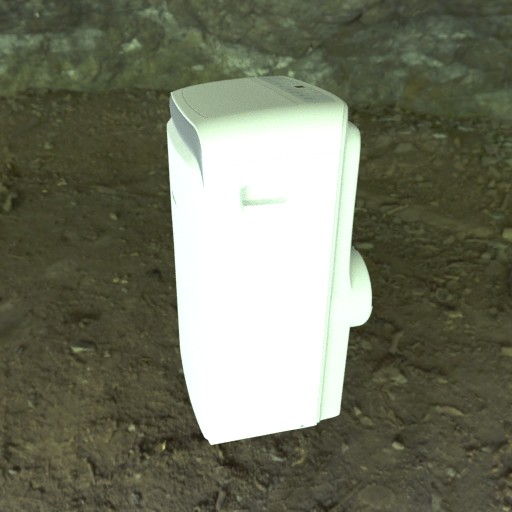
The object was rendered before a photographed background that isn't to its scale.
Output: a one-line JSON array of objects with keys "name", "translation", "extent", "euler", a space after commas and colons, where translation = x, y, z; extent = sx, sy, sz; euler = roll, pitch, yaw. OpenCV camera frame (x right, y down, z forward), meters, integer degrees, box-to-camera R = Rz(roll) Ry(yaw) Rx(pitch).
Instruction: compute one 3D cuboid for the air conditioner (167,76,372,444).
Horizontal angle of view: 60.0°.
[{"name": "air conditioner", "translation": [0.000, 0.000, 0.979], "extent": [0.365, 0.700, 0.454], "euler": [-8, 30, -14]}]
